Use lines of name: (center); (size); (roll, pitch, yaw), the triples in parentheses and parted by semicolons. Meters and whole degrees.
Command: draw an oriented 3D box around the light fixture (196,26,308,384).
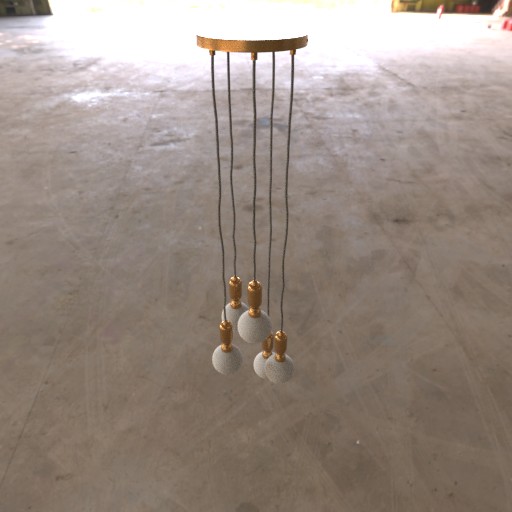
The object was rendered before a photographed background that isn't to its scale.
light fixture: (0.000, 0.000, 0.504); (0.105, 0.457, 0.108); (8, 34, 13)
